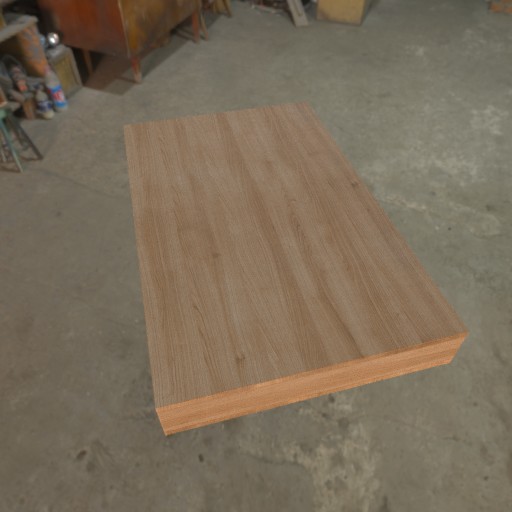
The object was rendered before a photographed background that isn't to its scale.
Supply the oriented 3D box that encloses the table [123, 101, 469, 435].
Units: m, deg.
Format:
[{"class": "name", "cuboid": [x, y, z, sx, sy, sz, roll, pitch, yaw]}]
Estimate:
[{"class": "table", "cuboid": [0.000, 0.000, 1.456, 0.700, 0.440, 1.100, -11, 47, -10]}]
